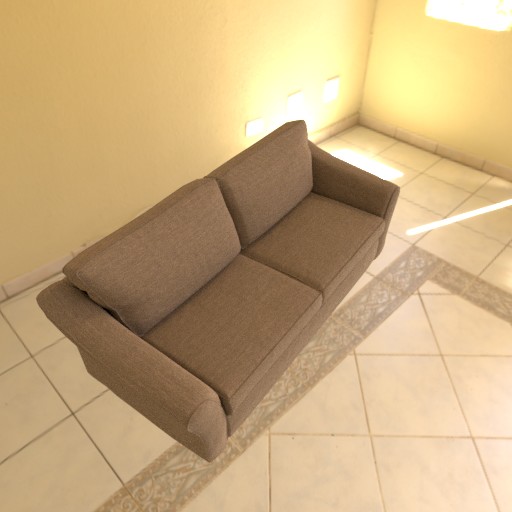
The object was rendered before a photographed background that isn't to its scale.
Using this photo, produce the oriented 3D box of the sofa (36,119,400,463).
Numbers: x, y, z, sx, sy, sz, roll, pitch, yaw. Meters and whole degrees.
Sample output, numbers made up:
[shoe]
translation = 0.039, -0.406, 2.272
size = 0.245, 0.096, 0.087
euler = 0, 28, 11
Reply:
[sofa]
translation = 0.000, 0.000, 2.741
size = 0.980, 0.965, 2.270
euler = 26, 48, 26
